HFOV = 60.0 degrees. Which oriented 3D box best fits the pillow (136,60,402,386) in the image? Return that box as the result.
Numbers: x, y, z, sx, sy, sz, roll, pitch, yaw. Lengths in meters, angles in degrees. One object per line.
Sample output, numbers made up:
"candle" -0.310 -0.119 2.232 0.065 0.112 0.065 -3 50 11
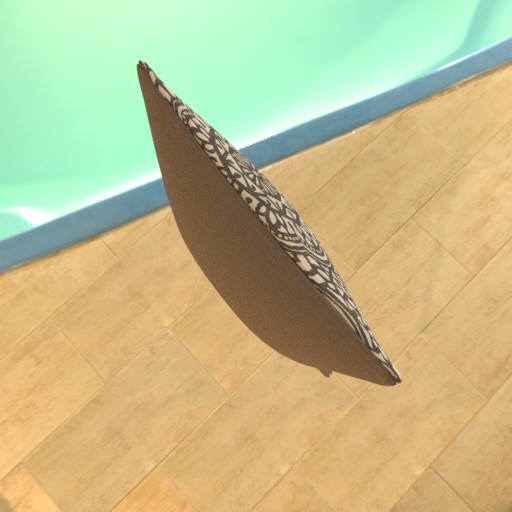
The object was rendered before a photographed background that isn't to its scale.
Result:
"pillow" 0.000 0.000 0.642 0.148 0.417 0.436 -37 79 -8
